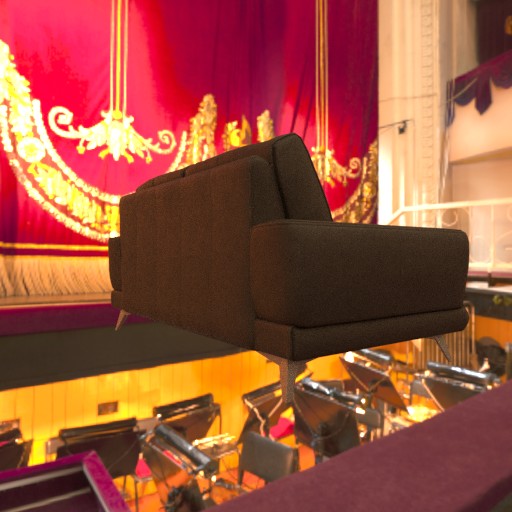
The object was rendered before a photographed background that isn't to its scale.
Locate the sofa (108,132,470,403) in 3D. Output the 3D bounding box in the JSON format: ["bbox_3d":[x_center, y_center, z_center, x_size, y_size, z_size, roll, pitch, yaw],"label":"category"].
[{"bbox_3d":[0.000,0.000,2.310,1.018,0.907,1.806,0,0,-36],"label":"sofa"}]
